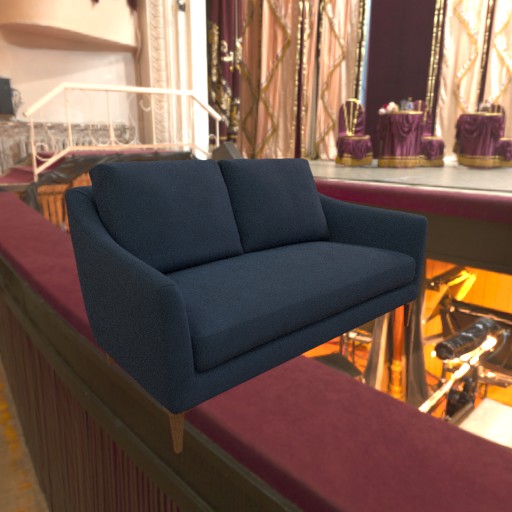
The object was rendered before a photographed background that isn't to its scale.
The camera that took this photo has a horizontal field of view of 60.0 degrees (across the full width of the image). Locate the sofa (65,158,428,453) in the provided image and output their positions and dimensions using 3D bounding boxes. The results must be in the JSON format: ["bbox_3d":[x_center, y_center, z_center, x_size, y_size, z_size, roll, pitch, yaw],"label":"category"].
[{"bbox_3d":[0.000,0.000,2.134,1.619,0.902,0.960,-13,19,-42],"label":"sofa"}]
